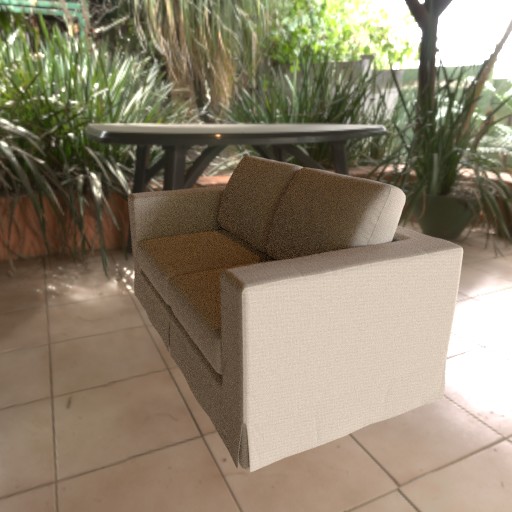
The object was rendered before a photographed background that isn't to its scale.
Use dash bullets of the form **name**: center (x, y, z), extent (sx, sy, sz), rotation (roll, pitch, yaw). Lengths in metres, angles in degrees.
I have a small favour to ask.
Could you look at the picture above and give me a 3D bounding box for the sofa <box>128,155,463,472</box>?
- **sofa**: center (0.000, 0.000, 2.383), extent (1.009, 0.932, 1.813), rotation (-9, 20, -25)
